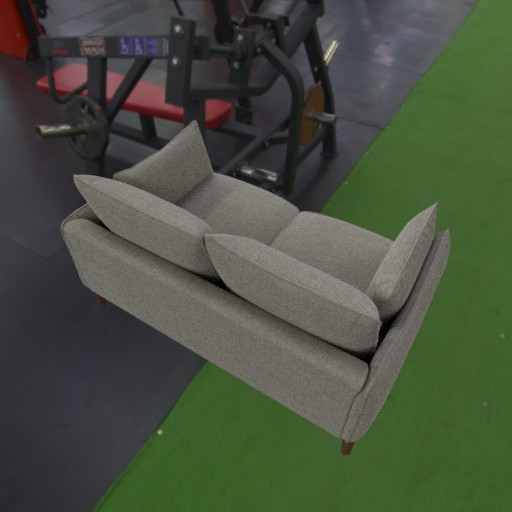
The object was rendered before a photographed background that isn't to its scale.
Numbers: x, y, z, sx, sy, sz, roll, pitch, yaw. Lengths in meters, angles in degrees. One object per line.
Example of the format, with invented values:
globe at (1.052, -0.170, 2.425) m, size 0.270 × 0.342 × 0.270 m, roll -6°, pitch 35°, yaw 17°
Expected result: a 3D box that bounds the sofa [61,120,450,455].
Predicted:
sofa at (0.000, 0.000, 2.111) m, size 1.580 × 0.851 × 0.972 m, roll 25°, pitch 51°, yaw 22°
